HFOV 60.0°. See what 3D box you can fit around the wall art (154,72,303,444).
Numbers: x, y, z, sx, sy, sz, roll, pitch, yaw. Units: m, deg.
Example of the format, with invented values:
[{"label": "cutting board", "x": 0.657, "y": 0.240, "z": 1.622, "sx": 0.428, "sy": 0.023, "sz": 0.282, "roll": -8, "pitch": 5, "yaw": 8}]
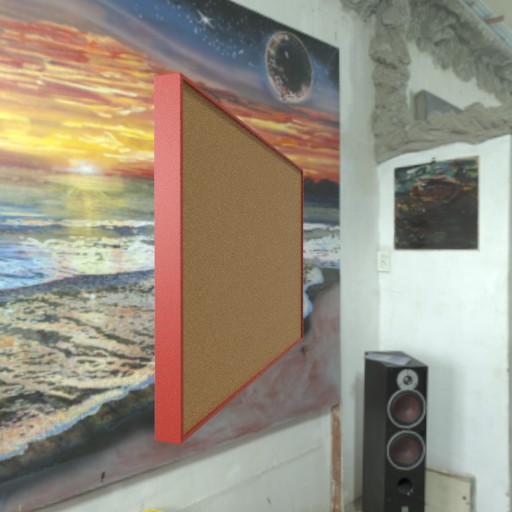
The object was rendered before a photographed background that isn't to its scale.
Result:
[{"label": "wall art", "x": 0.000, "y": 0.000, "z": 0.773, "sx": 0.033, "sy": 0.405, "sz": 0.607, "roll": 0, "pitch": 1, "yaw": 19}]
